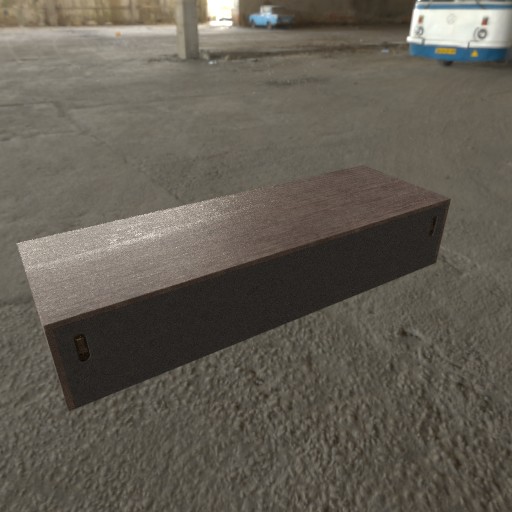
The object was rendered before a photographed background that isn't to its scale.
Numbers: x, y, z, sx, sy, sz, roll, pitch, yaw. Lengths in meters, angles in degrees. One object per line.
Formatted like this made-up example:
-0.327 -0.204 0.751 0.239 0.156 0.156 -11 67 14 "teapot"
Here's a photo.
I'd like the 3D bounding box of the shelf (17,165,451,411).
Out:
0.000 0.000 0.673 0.610 0.125 0.200 -17 34 -27 "shelf"
